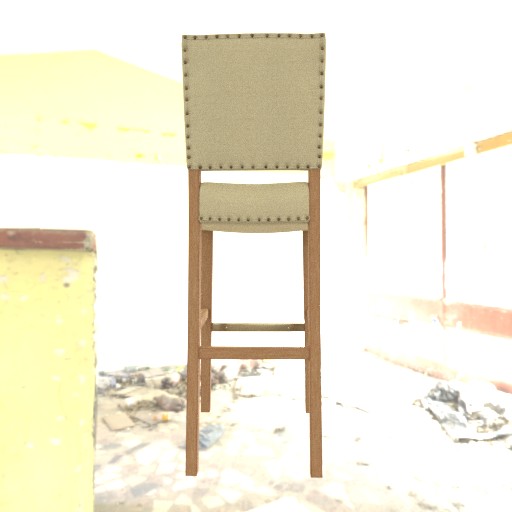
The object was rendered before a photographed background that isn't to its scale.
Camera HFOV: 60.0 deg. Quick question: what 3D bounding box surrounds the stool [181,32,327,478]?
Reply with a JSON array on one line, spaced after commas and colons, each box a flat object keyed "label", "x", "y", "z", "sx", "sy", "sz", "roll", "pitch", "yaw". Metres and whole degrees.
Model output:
[{"label": "stool", "x": 0.000, "y": 0.000, "z": 1.382, "sx": 0.428, "sy": 1.143, "sz": 0.546, "roll": 0, "pitch": 0, "yaw": 1}]
